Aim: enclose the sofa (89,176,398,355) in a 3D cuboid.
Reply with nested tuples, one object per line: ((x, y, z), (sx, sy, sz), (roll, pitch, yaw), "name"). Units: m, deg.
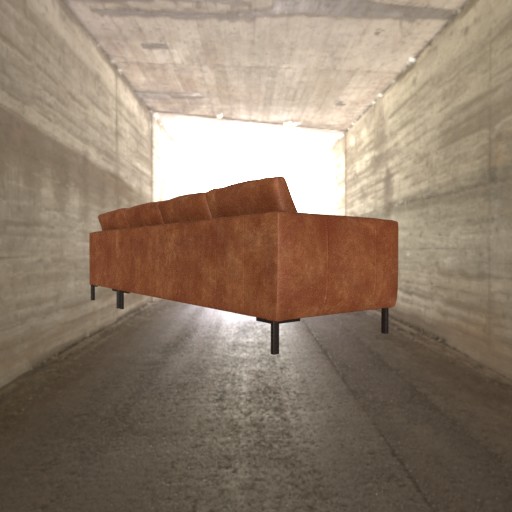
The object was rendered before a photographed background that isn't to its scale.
((0.000, 0.000, 3.738), (1.938, 0.877, 2.984), (0, 1, -36), "sofa")
